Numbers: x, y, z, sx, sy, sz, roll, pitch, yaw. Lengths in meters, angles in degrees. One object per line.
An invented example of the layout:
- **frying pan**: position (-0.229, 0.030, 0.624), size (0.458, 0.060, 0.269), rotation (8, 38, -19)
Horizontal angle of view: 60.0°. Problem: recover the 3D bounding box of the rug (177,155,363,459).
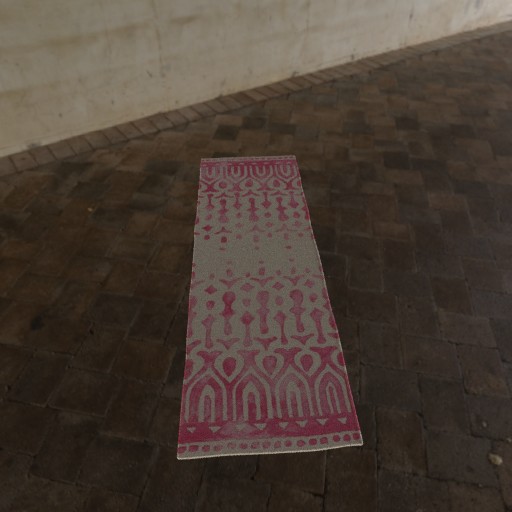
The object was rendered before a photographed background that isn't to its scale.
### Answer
- **rug**: position (0.000, 0.000, 2.743), size (0.787, 0.011, 2.458), rotation (-2, 42, -2)
